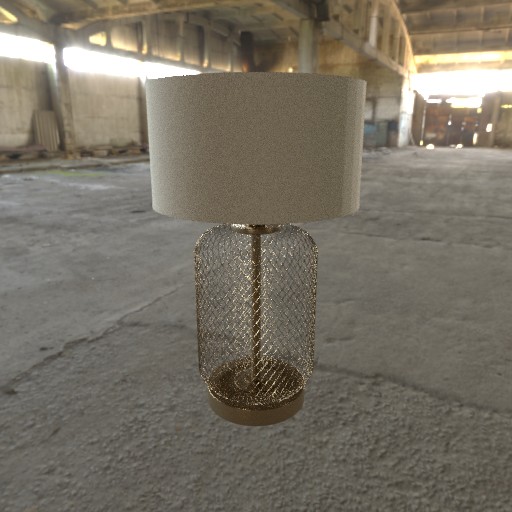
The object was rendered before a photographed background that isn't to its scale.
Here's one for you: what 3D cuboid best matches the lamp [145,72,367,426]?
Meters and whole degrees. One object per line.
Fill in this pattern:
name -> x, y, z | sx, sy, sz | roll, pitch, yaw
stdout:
lamp -> 0.000, 0.000, 0.800 | 0.353, 0.578, 0.353 | 0, 16, 0
